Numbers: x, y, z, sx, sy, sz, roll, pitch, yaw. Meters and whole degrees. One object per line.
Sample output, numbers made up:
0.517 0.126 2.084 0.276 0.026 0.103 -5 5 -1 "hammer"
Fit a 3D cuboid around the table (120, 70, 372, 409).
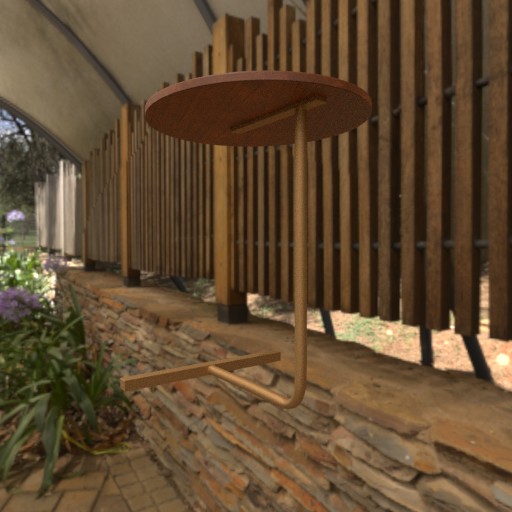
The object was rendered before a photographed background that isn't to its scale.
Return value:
0.000 0.000 1.115 0.530 0.706 0.577 -1 2 -36 "table"
